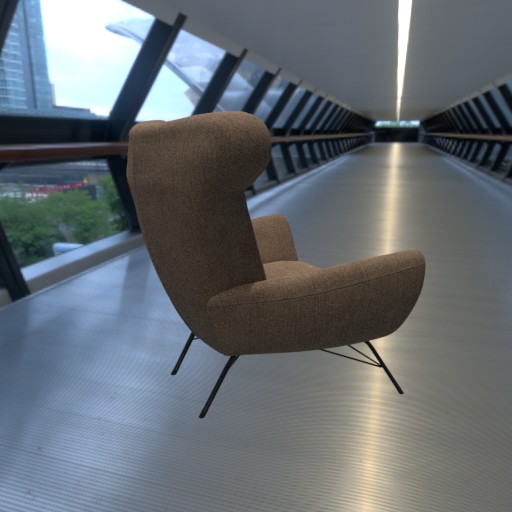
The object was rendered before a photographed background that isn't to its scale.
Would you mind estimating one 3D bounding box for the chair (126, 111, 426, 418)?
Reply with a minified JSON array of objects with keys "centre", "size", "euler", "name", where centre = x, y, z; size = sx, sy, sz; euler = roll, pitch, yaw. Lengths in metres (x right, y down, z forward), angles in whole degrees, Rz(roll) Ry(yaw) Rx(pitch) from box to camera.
[{"centre":[0.000,0.000,1.732],"size":[0.900,1.040,0.980],"euler":[-8,16,-28],"name":"chair"}]
